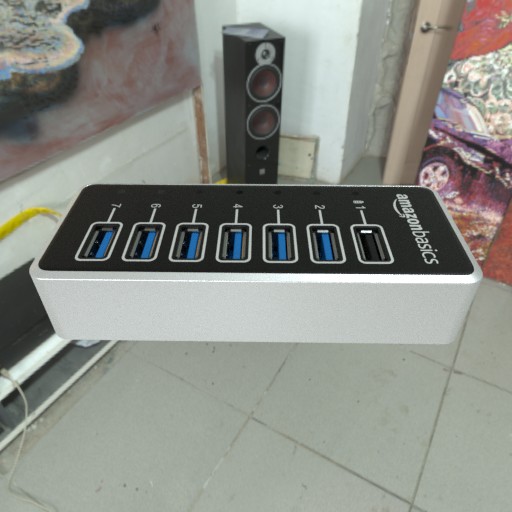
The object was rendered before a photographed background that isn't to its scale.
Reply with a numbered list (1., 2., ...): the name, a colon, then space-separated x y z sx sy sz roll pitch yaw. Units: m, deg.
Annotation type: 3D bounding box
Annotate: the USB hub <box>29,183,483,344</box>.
1. USB hub: 0.000 0.000 0.128 0.110 0.023 0.044 1 40 1
